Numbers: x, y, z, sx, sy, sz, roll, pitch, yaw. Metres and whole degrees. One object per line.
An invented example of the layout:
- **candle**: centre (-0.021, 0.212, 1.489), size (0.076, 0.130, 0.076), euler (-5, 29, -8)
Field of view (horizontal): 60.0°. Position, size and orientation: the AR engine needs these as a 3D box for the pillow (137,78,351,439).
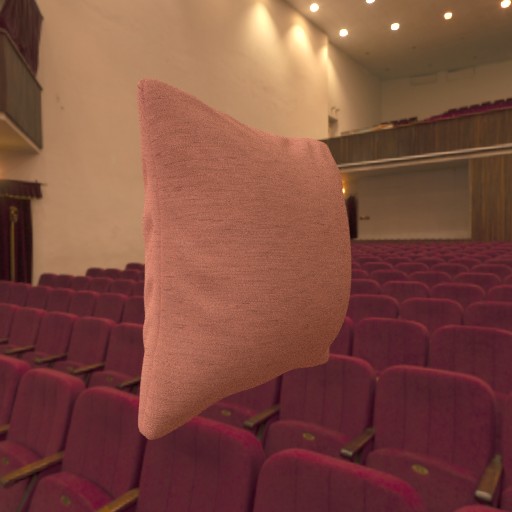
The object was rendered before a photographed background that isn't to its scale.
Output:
- **pillow**: centre (0.000, 0.000, 0.670), size (0.246, 0.415, 0.432), euler (1, 2, 37)
